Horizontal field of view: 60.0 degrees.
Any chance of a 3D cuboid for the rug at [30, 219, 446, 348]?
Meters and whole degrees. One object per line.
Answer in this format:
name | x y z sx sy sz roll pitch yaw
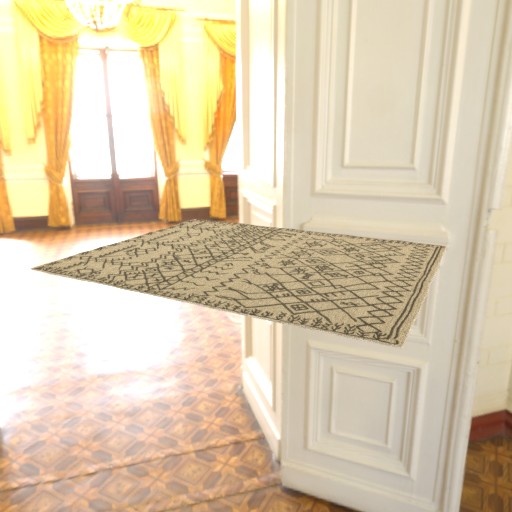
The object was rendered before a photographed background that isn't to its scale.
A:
rug | 0.000 0.000 3.279 2.455 0.025 1.964 8 18 26
